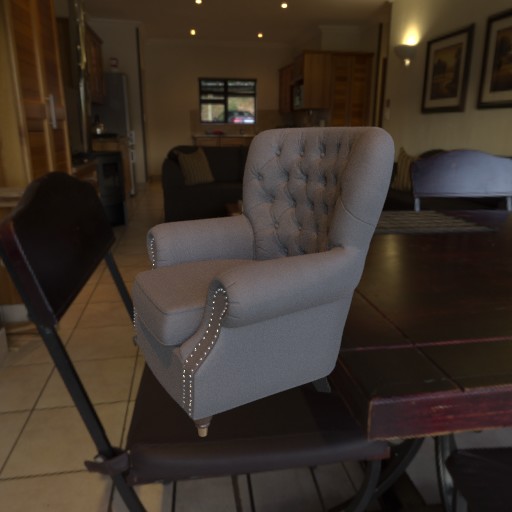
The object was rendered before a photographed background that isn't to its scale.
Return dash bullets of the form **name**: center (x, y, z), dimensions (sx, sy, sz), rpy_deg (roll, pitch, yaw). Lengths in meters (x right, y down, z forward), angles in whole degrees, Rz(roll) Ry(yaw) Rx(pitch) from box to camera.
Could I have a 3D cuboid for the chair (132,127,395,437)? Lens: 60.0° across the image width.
- **chair**: center (0.000, 0.000, 1.864), dimensions (0.983, 1.046, 0.983), rpy_deg (-8, 18, -27)
